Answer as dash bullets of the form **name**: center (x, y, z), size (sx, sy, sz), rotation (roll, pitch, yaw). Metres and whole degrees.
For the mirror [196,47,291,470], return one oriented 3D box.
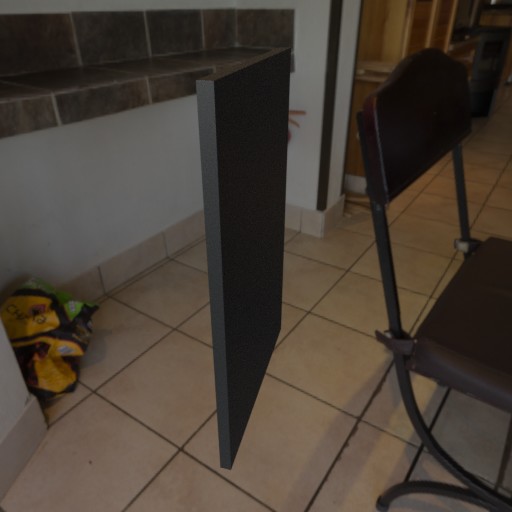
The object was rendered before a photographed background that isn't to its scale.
- **mirror**: center (0.000, 0.000, 1.497), size (0.038, 1.219, 0.762), rotation (8, 31, 13)
